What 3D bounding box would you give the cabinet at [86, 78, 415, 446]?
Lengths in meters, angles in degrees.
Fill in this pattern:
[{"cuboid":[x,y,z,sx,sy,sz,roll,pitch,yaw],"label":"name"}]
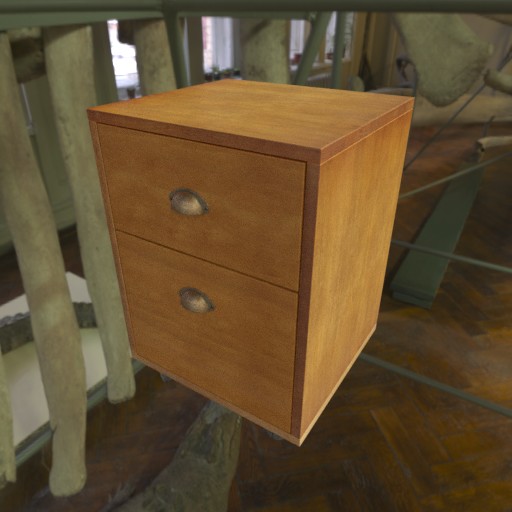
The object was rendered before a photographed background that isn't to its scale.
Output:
[{"cuboid":[0.000,0.000,0.875,0.409,0.579,0.401,18,34,28],"label":"cabinet"}]
